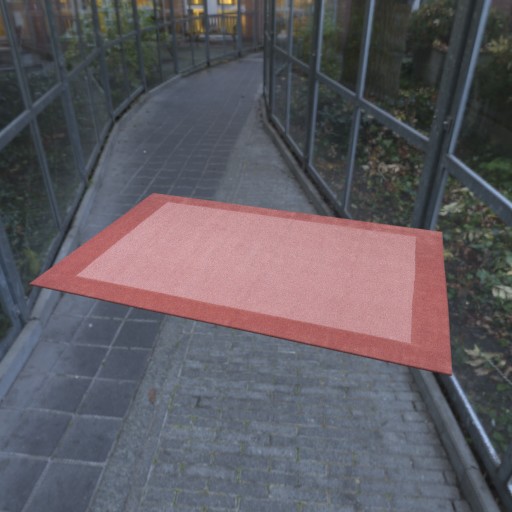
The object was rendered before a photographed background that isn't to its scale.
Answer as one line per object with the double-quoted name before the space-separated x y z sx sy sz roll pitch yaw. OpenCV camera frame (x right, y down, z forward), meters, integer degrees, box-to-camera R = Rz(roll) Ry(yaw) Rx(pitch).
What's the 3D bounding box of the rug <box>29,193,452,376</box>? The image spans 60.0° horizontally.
"rug" 0.000 0.000 3.023 2.438 0.014 1.524 9 32 16
